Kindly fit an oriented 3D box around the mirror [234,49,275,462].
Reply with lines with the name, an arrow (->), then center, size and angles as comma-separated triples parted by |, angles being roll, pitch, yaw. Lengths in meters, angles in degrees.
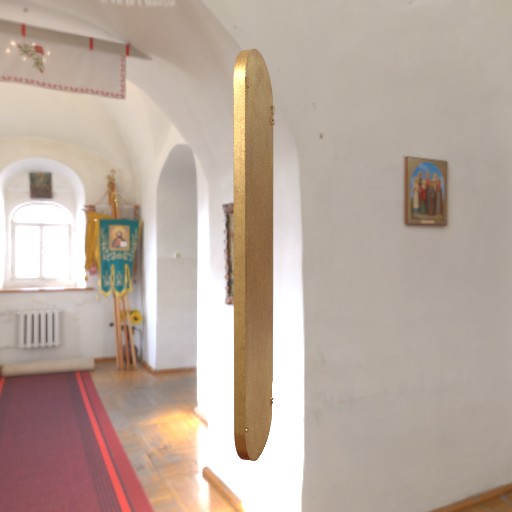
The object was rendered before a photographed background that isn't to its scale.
mirror -> 0.000, 0.000, 1.091 | 0.032, 0.991, 0.222 | 0, 1, 19
